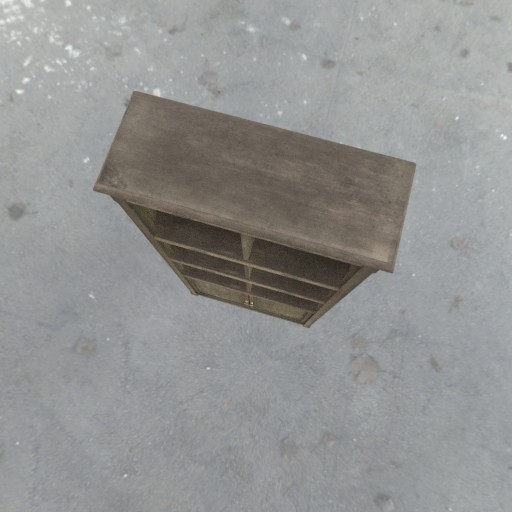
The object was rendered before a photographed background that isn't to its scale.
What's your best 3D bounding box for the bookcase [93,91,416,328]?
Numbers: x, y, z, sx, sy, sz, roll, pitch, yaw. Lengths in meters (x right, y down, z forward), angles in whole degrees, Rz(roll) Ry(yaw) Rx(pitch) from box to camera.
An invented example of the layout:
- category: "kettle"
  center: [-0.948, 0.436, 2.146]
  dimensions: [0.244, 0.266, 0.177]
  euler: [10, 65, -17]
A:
- category: "bookcase"
  center: [0.000, 0.000, 2.218]
  dimensions: [0.906, 1.880, 0.348]
  euler: [16, 76, 4]
